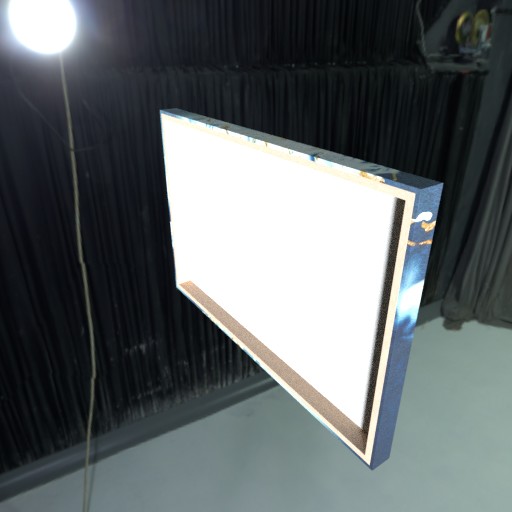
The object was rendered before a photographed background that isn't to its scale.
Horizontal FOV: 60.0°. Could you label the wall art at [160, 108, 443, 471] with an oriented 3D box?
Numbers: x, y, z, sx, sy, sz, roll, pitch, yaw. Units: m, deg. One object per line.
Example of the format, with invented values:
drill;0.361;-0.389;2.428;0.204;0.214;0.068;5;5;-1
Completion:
wall art;0.000;0.000;0.752;0.036;0.405;0.607;-18;32;-31
